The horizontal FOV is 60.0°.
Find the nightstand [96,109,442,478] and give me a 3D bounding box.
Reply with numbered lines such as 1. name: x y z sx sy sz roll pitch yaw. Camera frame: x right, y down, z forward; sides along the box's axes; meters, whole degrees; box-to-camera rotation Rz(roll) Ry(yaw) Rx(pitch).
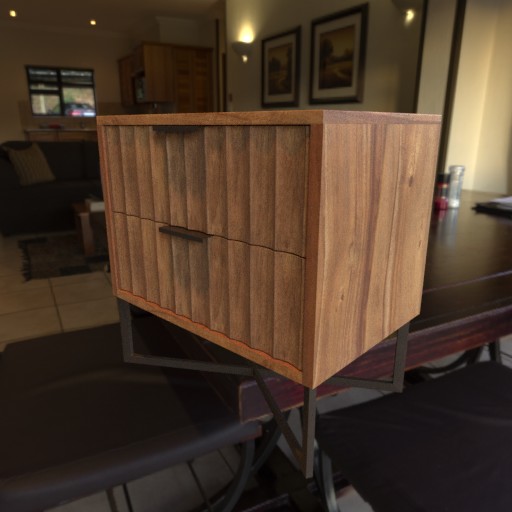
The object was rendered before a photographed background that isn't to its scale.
1. nightstand: 0.000 0.000 1.018 0.613 0.615 0.427 15 22 41
